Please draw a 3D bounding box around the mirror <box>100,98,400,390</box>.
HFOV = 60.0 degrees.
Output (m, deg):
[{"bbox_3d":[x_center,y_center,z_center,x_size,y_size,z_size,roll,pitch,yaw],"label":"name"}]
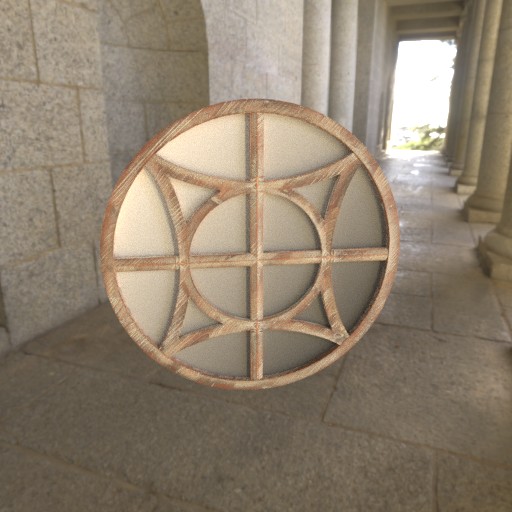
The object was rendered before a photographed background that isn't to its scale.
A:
[{"bbox_3d":[0.000,0.000,1.064,0.710,0.710,0.038,-2,17,-8],"label":"mirror"}]
